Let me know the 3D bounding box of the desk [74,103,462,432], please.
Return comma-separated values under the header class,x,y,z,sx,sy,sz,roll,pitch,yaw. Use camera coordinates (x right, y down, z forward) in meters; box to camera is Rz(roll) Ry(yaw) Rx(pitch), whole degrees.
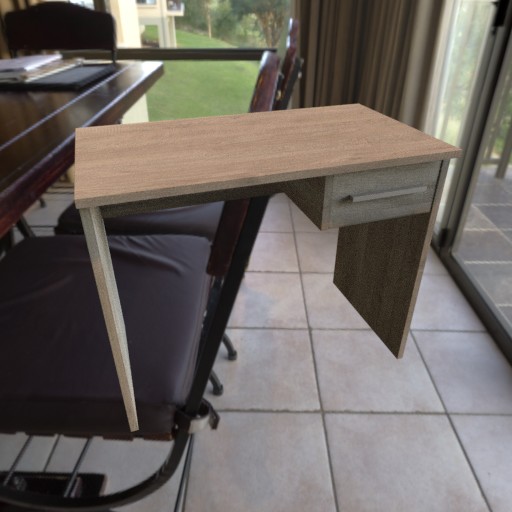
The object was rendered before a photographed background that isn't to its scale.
class,x,y,z,sx,sy,sz,roll,pitch,yaw
desk,0.000,0.000,1.348,0.893,0.724,0.498,-10,33,-16
